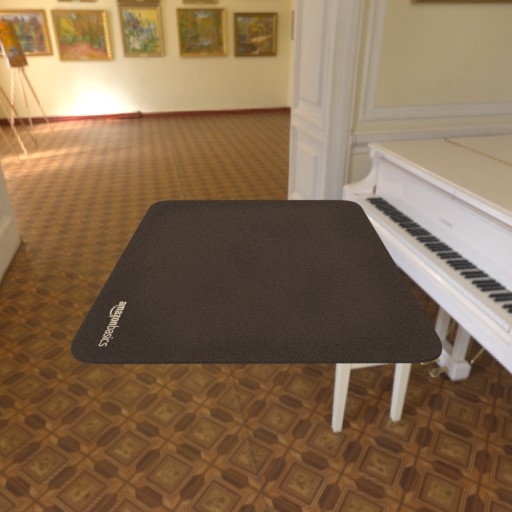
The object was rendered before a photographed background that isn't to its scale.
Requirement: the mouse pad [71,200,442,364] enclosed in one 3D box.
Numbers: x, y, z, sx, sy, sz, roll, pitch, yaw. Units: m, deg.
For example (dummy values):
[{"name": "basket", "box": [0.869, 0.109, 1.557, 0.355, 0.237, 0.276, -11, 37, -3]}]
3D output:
[{"name": "mouse pad", "box": [0.000, 0.000, 0.348, 0.211, 0.002, 0.249, 0, 27, 0]}]
